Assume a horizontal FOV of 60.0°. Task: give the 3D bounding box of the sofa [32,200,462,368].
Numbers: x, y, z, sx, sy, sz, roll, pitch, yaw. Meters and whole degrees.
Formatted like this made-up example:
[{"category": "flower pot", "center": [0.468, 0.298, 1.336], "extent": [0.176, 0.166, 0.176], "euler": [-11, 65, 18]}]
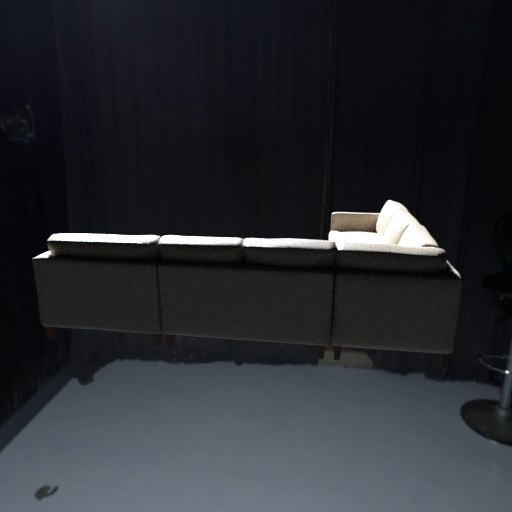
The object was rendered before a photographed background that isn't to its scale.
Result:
[{"category": "sofa", "center": [0.000, 0.000, 4.726], "extent": [3.460, 0.961, 2.594], "euler": [2, 16, 8]}]
